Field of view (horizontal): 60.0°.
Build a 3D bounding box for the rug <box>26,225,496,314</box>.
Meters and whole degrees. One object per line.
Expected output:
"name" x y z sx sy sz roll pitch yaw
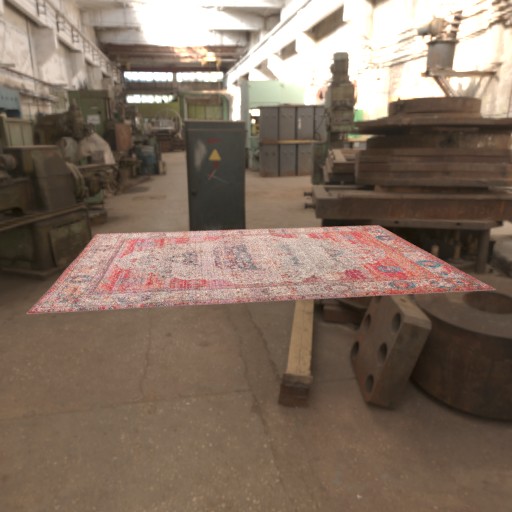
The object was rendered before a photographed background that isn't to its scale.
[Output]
"rug" 0.000 0.000 2.281 1.829 0.006 1.219 -2 17 -7
